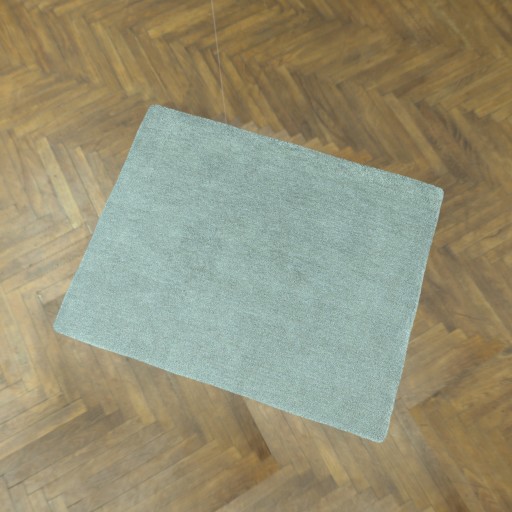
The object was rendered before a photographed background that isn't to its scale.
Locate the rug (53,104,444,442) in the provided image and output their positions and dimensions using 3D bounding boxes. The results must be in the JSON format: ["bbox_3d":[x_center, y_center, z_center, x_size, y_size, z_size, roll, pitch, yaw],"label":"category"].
[{"bbox_3d":[0.000,0.000,3.924,2.933,0.027,2.332,17,76,5],"label":"rug"}]
